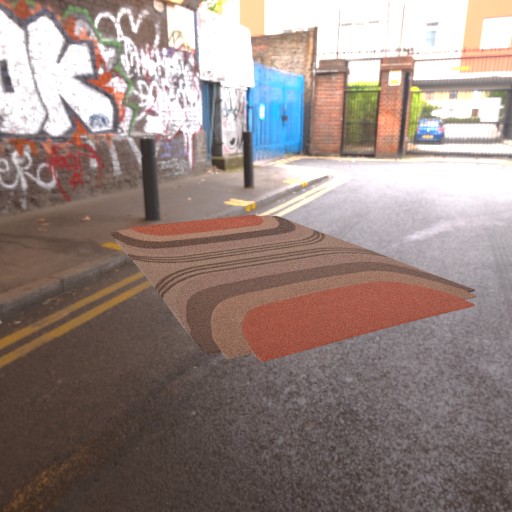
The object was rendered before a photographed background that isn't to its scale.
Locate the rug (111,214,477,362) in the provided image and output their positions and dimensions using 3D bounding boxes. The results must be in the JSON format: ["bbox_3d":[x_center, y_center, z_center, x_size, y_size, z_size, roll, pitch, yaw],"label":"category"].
[{"bbox_3d":[0.000,0.000,2.958,1.530,0.017,2.446,-8,19,-25],"label":"rug"}]
